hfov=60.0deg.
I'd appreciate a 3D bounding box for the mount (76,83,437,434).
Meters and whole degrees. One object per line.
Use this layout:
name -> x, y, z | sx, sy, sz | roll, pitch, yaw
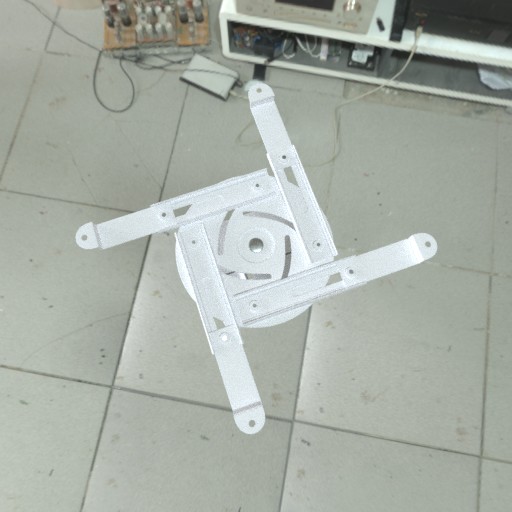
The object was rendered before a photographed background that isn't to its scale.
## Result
mount -> 0.000, 0.000, 0.582 | 0.394, 0.141, 0.394 | -19, 76, -5
